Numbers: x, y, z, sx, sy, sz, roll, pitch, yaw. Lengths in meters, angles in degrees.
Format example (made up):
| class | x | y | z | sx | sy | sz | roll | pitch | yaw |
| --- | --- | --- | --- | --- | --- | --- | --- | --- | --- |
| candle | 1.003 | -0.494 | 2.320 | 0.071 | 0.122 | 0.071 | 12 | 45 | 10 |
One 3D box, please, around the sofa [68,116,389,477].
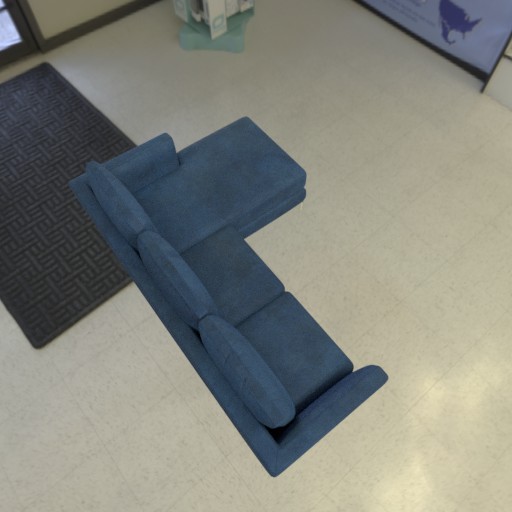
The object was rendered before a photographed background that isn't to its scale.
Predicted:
| class | x | y | z | sx | sy | sz | roll | pitch | yaw |
| --- | --- | --- | --- | --- | --- | --- | --- | --- | --- |
| sofa | 0.000 | 0.000 | 3.210 | 1.622 | 0.987 | 2.438 | -33 | 65 | -18 |
